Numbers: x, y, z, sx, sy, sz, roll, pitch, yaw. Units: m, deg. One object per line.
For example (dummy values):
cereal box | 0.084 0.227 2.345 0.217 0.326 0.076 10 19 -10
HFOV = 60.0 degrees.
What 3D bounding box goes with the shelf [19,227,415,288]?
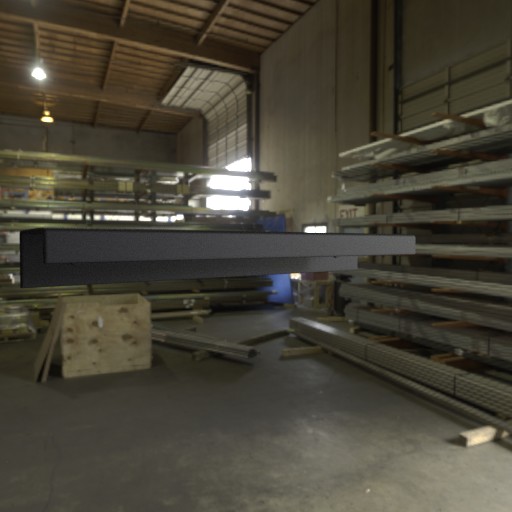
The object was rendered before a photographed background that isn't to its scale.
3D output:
shelf | 0.000 0.000 0.495 0.456 0.053 0.102 -1 2 -37
